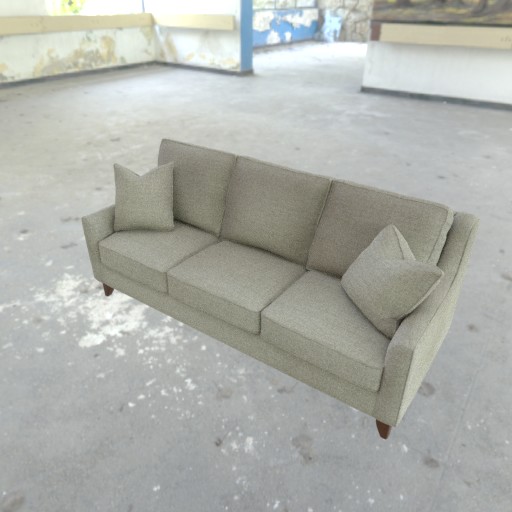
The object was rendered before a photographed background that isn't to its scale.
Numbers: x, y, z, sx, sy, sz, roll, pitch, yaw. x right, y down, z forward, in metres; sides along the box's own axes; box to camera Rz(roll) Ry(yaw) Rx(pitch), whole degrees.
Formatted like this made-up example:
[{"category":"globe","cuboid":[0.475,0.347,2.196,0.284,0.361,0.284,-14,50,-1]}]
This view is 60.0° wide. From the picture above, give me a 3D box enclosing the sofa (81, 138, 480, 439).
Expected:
[{"category":"sofa","cuboid":[0.000,0.000,2.481,2.031,0.914,0.865,20,36,29]}]
